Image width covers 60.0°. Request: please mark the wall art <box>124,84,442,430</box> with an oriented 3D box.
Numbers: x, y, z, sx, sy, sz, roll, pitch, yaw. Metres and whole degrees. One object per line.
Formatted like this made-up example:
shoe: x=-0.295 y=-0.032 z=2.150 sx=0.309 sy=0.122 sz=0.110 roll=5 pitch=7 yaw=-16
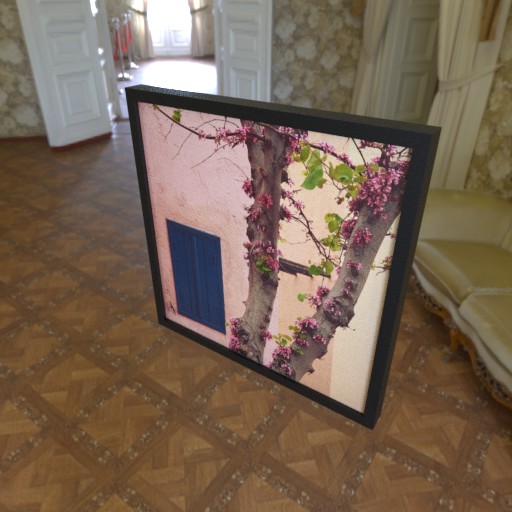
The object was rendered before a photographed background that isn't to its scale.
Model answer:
wall art: x=0.000 y=0.000 z=0.765 sx=0.508 sy=0.508 sz=0.038 roll=19 pitch=36 yaw=29
